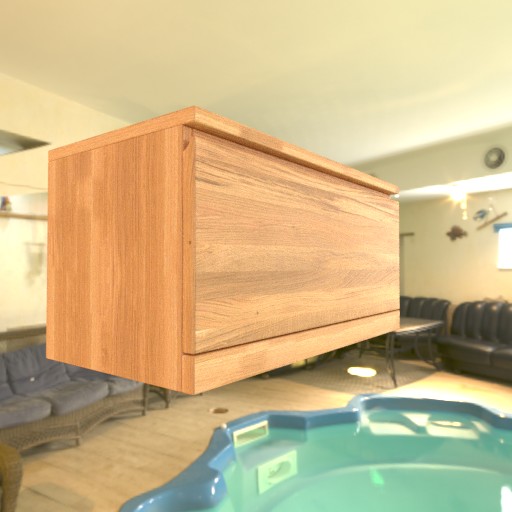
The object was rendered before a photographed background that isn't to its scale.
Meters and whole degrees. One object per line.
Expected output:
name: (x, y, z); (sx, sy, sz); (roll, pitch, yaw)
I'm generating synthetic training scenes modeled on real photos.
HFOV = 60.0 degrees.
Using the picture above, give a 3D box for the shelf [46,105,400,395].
shelf: (0.000, 0.000, 1.047); (0.400, 0.400, 0.800); (-1, -2, 38)
